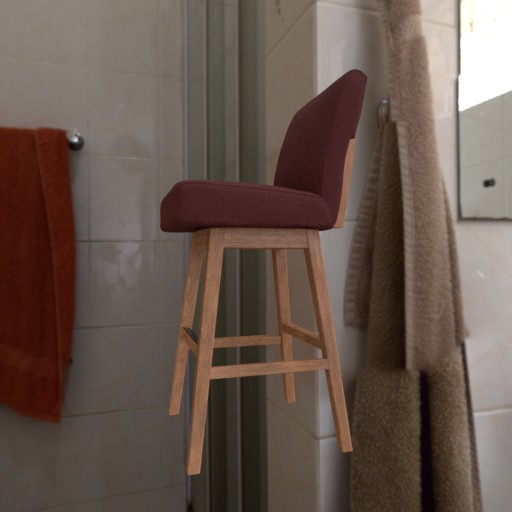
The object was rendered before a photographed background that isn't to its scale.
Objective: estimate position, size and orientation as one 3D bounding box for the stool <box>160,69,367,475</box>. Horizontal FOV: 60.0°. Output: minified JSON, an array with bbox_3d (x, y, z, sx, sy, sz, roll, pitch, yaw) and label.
[{"bbox_3d":[0.000,0.000,1.392,0.562,1.093,0.468,0,1,-17],"label":"stool"}]
